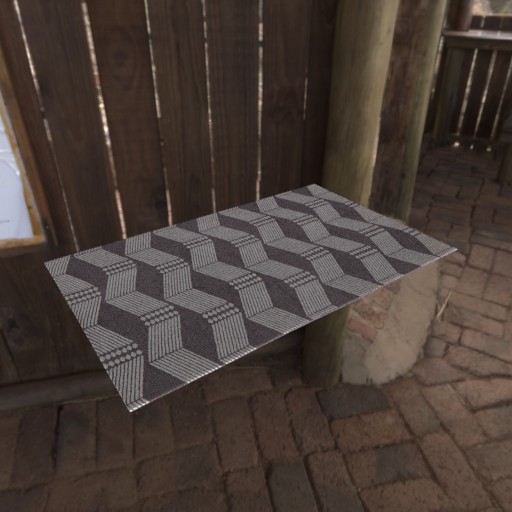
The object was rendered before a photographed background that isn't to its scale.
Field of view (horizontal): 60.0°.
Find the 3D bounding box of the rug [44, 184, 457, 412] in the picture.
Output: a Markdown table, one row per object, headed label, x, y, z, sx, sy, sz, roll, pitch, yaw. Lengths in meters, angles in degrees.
| label | x | y | z | sx | sy | sz | roll | pitch | yaw |
| --- | --- | --- | --- | --- | --- | --- | --- | --- | --- |
| rug | 0.000 | 0.000 | 3.070 | 2.435 | 0.011 | 1.517 | -20 | 36 | -30 |
